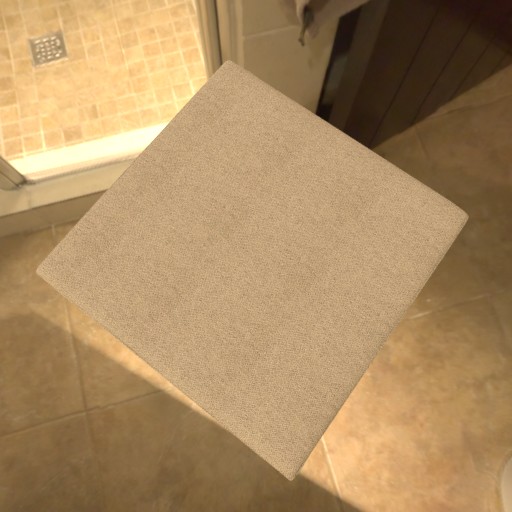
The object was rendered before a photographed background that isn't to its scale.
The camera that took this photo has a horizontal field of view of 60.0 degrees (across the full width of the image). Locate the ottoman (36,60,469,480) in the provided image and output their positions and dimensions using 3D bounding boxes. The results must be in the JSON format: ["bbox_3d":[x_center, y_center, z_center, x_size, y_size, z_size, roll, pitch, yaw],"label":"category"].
[{"bbox_3d":[0.000,0.000,1.517,0.982,0.381,0.973,36,78,9],"label":"ottoman"}]
